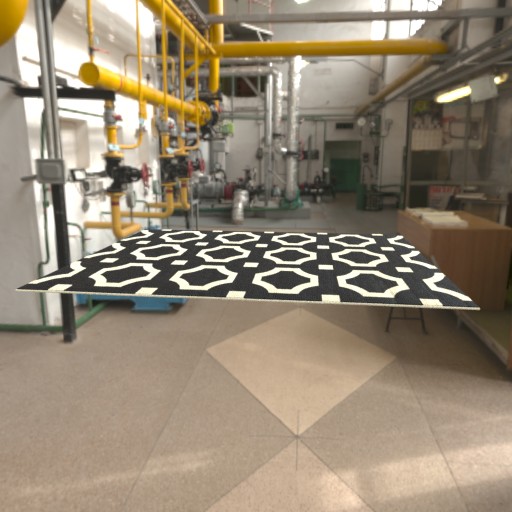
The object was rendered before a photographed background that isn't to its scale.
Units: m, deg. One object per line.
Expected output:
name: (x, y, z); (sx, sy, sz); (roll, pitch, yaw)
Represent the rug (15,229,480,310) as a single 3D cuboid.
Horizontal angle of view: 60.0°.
rug: (0.000, 0.000, 4.065); (3.049, 0.021, 2.466); (2, 13, 7)
